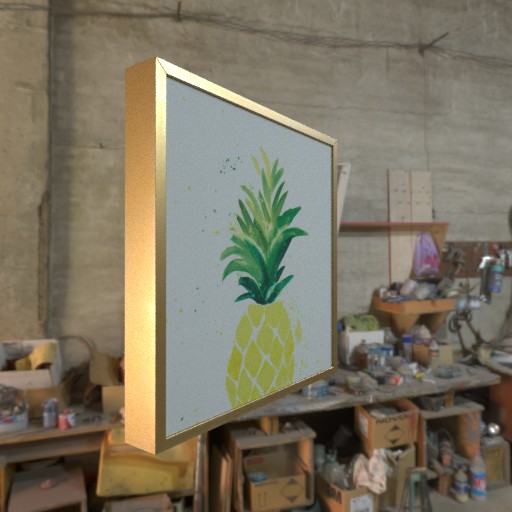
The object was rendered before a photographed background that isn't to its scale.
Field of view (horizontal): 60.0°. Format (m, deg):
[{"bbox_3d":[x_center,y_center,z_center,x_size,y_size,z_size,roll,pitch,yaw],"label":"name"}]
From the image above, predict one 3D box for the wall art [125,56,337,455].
[{"bbox_3d":[0.000,0.000,0.472,0.038,0.305,0.306,0,0,37],"label":"wall art"}]
